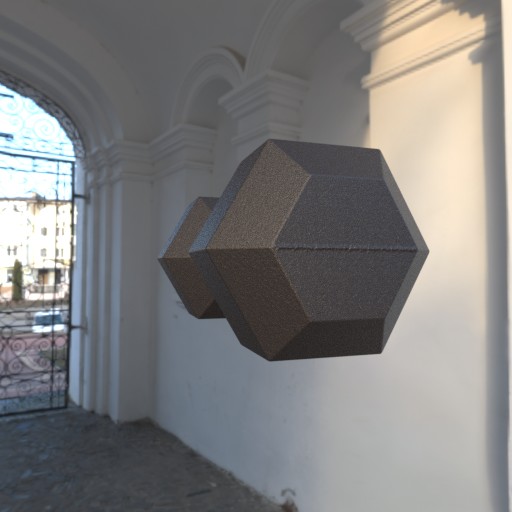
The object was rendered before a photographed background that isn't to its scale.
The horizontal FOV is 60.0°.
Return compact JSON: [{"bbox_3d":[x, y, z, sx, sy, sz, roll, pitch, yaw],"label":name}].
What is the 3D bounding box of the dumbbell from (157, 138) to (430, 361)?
[{"bbox_3d":[0.000,0.000,0.464,0.173,0.150,0.384,0,-2,-18],"label":"dumbbell"}]
